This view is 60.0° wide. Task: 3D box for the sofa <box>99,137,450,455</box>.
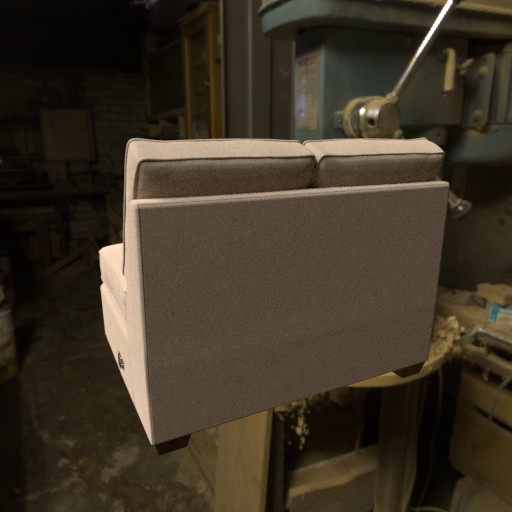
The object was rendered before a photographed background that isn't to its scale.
[{"bbox_3d":[0.000,0.000,1.948,1.237,1.008,0.951,-8,17,-26],"label":"sofa"}]
